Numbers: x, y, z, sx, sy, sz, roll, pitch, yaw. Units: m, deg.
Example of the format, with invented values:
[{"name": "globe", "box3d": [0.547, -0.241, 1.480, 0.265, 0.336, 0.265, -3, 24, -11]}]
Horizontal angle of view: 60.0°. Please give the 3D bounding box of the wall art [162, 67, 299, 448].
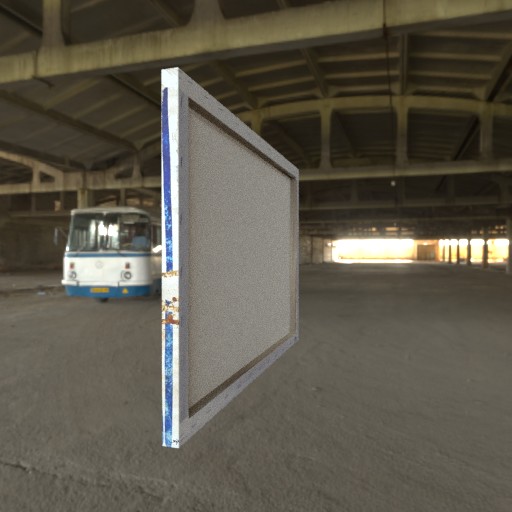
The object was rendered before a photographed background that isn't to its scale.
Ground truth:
[{"name": "wall art", "box3d": [0.000, 0.000, 1.430, 0.038, 0.757, 1.143, 0, 1, 17]}]
